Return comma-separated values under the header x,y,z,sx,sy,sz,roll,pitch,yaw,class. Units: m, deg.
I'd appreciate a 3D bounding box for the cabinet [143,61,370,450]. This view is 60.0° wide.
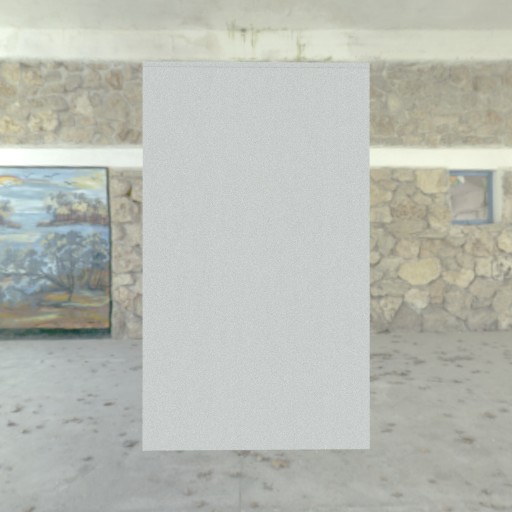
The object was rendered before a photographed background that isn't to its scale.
x,y,z,sx,sy,sz,roll,pitch,yaw,class
0.000,0.000,1.588,0.750,1.280,0.250,0,0,-1,cabinet
